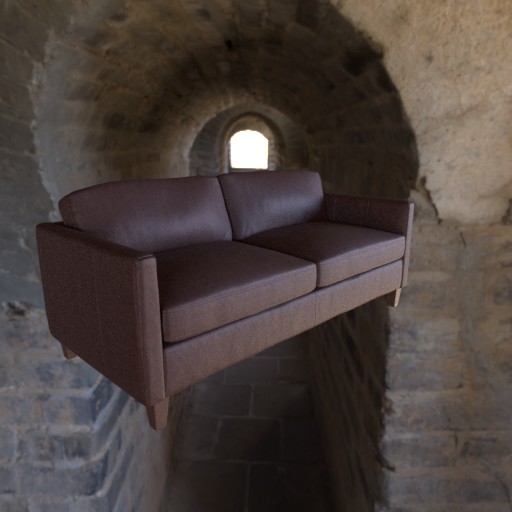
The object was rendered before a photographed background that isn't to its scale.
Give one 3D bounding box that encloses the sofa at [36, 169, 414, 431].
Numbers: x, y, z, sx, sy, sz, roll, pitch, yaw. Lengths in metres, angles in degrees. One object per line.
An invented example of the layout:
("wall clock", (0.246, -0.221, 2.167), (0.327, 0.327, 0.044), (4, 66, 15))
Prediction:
("sofa", (0.000, 0.000, 2.435), (0.923, 0.863, 1.971), (14, 20, 43))
